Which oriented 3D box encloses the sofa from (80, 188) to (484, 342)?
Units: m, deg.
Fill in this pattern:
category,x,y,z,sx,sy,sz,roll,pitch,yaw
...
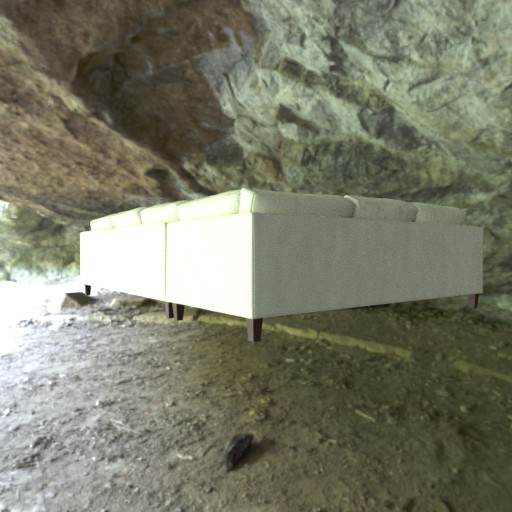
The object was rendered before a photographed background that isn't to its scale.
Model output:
category,x,y,z,sx,sy,sz,roll,pitch,yaw
sofa,0.000,0.000,4.274,2.432,0.863,3.182,-1,1,-37
